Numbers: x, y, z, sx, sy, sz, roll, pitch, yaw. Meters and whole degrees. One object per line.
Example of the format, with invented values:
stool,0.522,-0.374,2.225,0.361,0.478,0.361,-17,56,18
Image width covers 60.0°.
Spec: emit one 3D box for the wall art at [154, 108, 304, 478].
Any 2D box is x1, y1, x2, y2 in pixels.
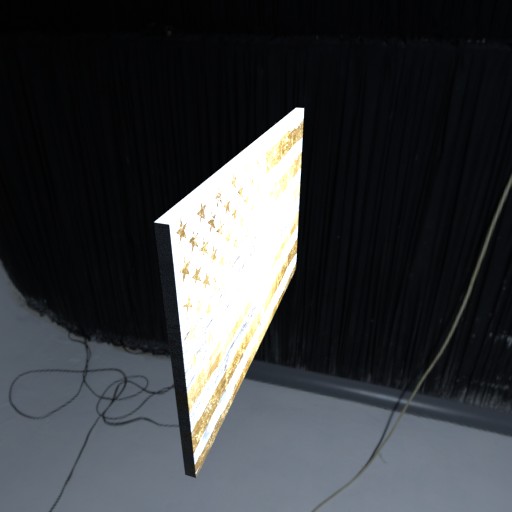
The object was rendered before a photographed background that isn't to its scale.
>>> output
wall art,0.000,0.000,1.208,0.027,0.610,0.932,9,30,16
